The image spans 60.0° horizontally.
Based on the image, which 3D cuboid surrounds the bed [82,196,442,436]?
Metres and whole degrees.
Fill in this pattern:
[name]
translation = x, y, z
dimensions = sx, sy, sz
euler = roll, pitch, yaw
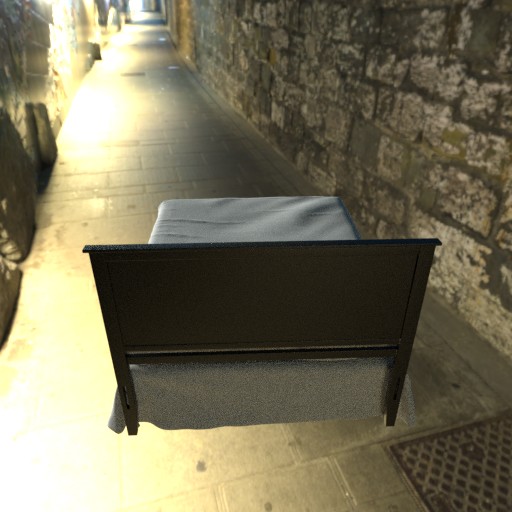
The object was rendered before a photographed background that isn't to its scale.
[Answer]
[bed]
translation = 0.000, 0.000, 3.217
dimensions = 1.870, 1.270, 2.050
euler = -1, 30, -2
